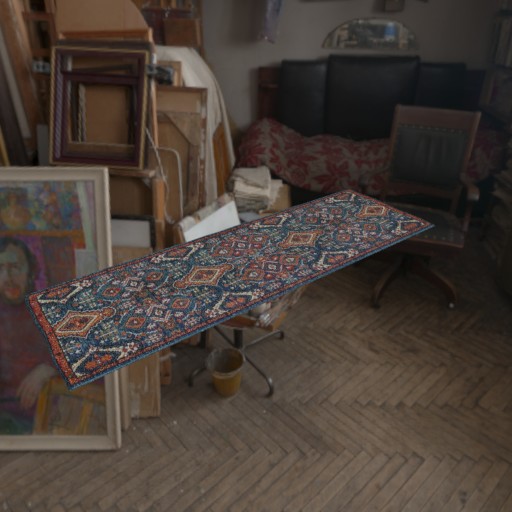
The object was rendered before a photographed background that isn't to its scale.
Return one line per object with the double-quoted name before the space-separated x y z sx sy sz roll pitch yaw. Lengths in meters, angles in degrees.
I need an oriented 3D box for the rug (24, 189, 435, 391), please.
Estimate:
"rug" 0.000 0.000 2.673 2.459 0.010 0.801 -21 37 -30
